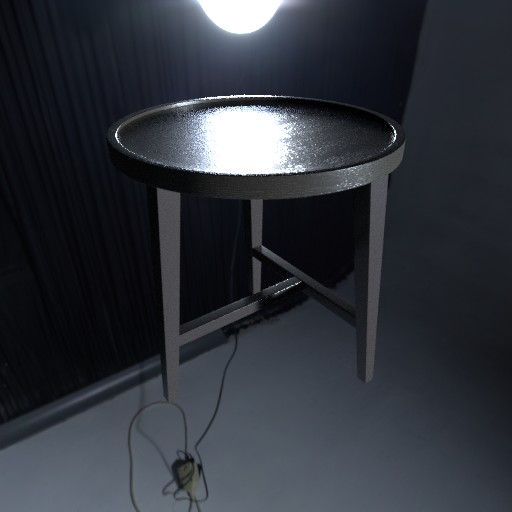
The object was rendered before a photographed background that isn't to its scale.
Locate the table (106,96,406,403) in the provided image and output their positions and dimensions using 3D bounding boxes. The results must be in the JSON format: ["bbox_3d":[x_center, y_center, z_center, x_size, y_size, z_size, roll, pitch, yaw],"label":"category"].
[{"bbox_3d":[0.000,0.000,0.905,0.500,0.531,0.500,0,31,0],"label":"table"}]
